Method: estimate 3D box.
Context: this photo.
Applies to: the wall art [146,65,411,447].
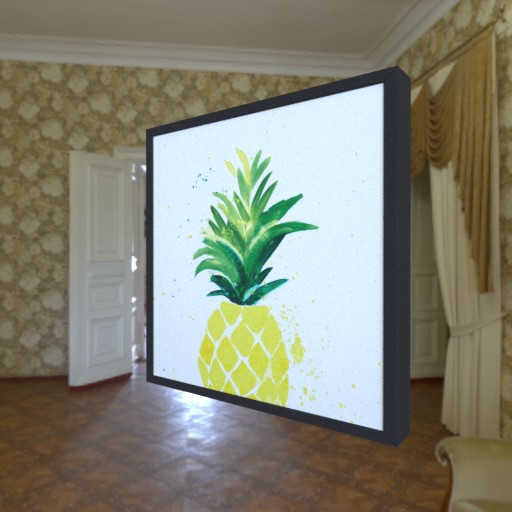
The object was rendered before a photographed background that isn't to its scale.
[{"bbox_3d":[0.000,0.000,0.457,0.305,0.304,0.033,0,0,36],"label":"wall art"}]
